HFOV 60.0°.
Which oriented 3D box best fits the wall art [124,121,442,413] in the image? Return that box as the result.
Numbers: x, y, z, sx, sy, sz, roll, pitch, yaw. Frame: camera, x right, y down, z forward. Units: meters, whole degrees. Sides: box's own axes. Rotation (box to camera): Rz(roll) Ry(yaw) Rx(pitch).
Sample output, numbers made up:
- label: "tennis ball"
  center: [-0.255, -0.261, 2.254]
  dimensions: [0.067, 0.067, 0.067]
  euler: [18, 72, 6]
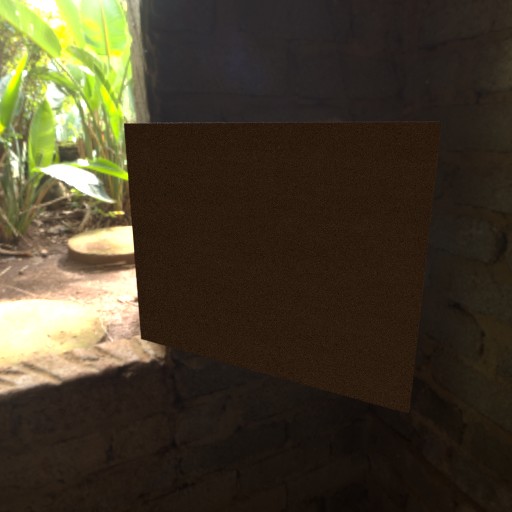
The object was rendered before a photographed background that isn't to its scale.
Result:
- label: "wall art"
  center: [0.000, 0.000, 0.708]
  dimensions: [0.508, 0.408, 0.010]
  euler: [8, 18, 27]
